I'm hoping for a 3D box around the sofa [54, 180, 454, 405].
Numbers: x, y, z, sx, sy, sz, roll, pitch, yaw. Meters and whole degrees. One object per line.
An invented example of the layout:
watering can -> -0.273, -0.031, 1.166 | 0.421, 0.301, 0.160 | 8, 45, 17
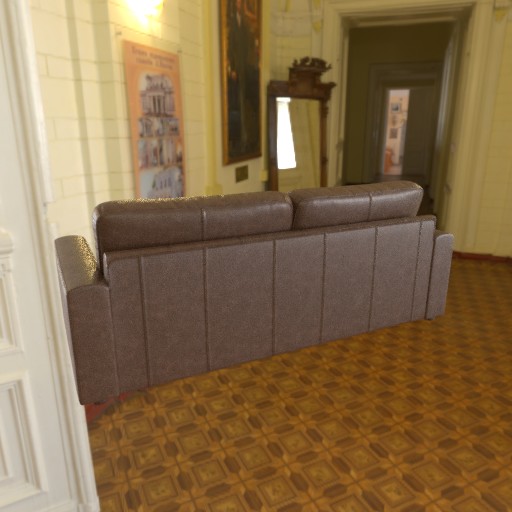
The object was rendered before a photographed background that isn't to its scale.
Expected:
sofa -> 0.000, 0.000, 2.676 | 2.179, 0.873, 1.016 | -8, 18, -25
